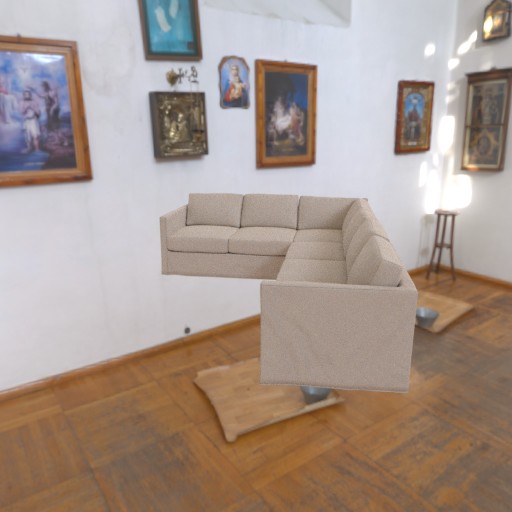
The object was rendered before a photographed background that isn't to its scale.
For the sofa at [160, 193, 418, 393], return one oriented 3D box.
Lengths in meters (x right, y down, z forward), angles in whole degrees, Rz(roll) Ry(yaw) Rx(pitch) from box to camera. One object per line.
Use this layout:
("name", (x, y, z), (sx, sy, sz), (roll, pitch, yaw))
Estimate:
("sofa", (0.000, 0.000, 4.299), (2.432, 0.871, 3.182), (2, 15, 9))
